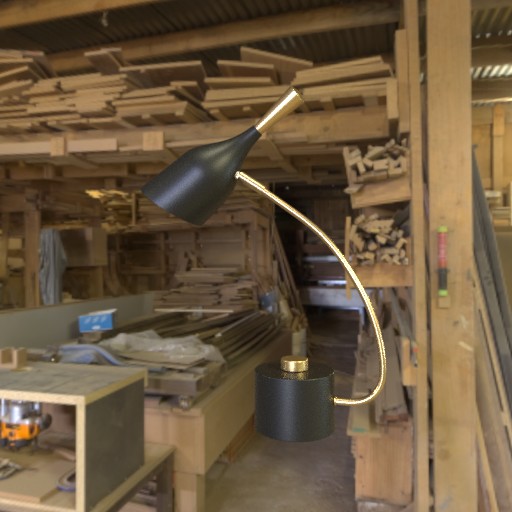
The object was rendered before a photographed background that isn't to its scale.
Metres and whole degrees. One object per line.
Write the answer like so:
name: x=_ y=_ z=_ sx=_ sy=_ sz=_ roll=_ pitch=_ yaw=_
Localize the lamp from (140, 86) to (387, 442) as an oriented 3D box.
lamp: x=0.000 y=0.000 z=0.624 sx=0.352 sy=0.464 sz=0.110 roll=0 pitch=0 yaw=18
